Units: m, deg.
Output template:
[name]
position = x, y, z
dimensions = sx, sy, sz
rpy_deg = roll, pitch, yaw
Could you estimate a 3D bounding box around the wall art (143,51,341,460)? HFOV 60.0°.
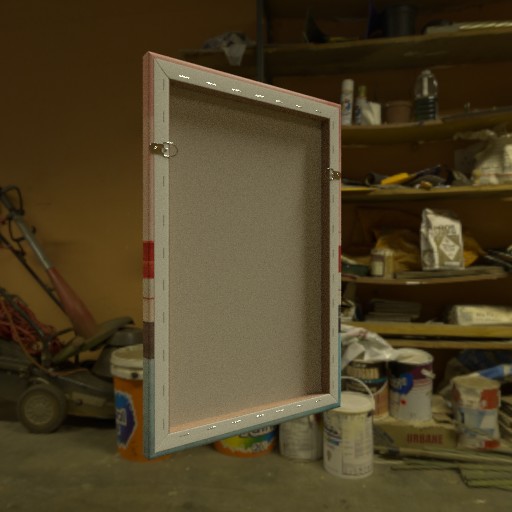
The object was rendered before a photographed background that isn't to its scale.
[wall art]
position = 0.000, 0.000, 1.178
dimensions = 0.610, 0.914, 0.038
rpy_deg = 0, 0, -35
